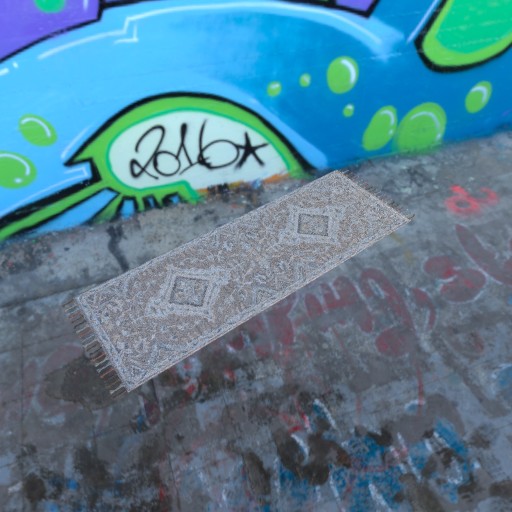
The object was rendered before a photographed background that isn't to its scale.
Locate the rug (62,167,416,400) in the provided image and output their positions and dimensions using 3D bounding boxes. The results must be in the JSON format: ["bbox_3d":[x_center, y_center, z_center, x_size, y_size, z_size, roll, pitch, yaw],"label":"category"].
[{"bbox_3d":[0.000,0.000,2.830,2.378,0.018,1.324,-15,48,-14],"label":"rug"}]
